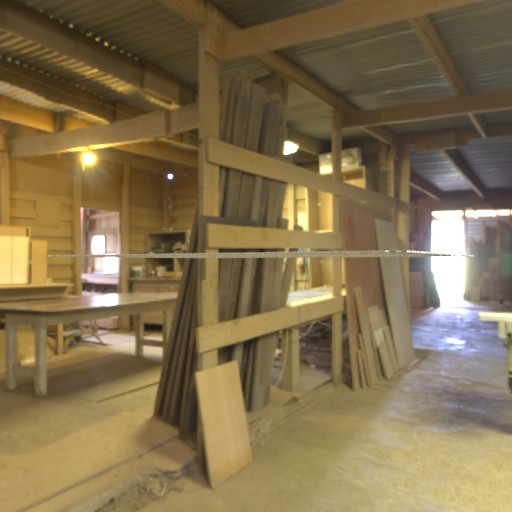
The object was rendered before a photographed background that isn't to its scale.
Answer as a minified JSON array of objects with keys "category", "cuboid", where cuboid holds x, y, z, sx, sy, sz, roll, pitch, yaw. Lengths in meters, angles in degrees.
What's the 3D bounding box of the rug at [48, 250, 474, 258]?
[{"category":"rug","cuboid":[0.000,0.000,2.987,2.438,0.010,1.524,-1,-1,35]}]
